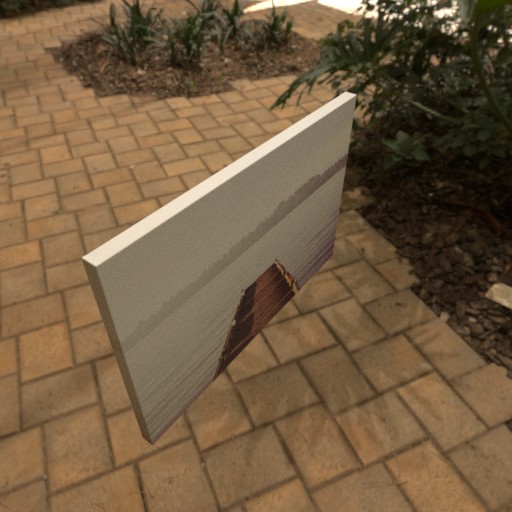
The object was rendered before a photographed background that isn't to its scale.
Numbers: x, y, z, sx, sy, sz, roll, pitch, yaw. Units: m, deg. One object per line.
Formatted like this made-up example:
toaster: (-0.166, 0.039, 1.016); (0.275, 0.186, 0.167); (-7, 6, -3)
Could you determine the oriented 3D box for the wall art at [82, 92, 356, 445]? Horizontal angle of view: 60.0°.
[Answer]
wall art: (0.000, 0.000, 1.199); (0.037, 0.609, 0.916); (26, 47, 27)
